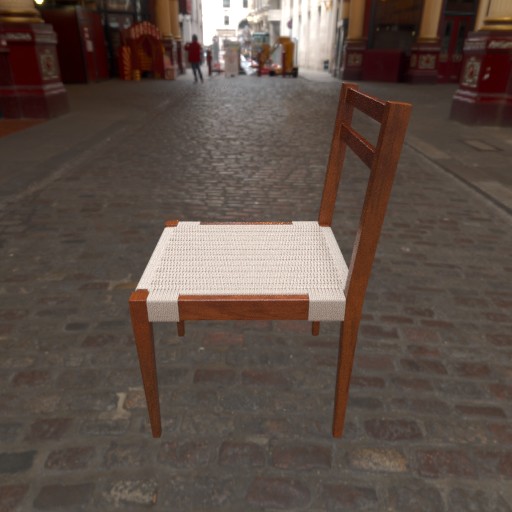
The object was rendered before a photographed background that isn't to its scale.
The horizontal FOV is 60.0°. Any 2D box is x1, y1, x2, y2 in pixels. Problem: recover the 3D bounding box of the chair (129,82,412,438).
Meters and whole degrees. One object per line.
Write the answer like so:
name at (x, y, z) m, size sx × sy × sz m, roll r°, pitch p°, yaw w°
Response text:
chair at (0.000, 0.000, 1.210) m, size 0.569 × 0.851 × 0.495 m, roll 0°, pitch 26°, yaw 0°
